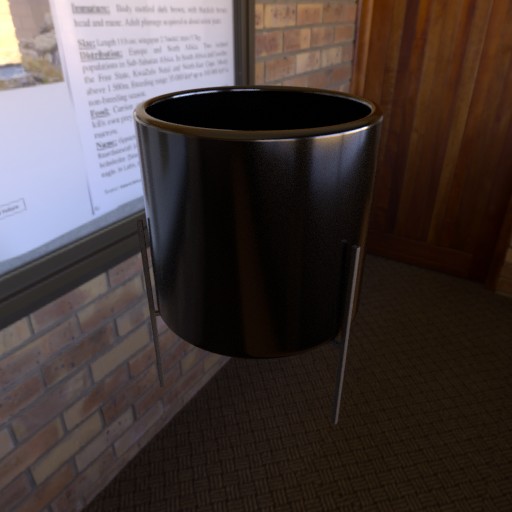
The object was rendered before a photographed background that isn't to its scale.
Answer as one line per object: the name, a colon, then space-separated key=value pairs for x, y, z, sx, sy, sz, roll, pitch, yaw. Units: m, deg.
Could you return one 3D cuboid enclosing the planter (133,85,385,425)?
planter: x=0.000 y=0.000 z=0.650 sx=0.310 sy=0.432 sz=0.310 roll=0 pitch=29 yaw=0
